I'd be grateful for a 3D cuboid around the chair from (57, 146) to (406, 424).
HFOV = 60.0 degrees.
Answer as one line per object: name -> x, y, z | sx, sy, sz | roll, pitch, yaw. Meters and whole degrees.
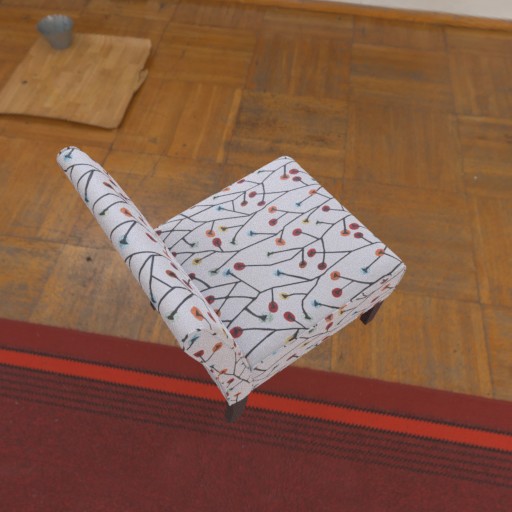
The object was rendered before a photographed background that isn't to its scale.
chair -> 0.000, 0.000, 1.338 | 0.732, 0.813, 0.597 | -31, 62, -19
